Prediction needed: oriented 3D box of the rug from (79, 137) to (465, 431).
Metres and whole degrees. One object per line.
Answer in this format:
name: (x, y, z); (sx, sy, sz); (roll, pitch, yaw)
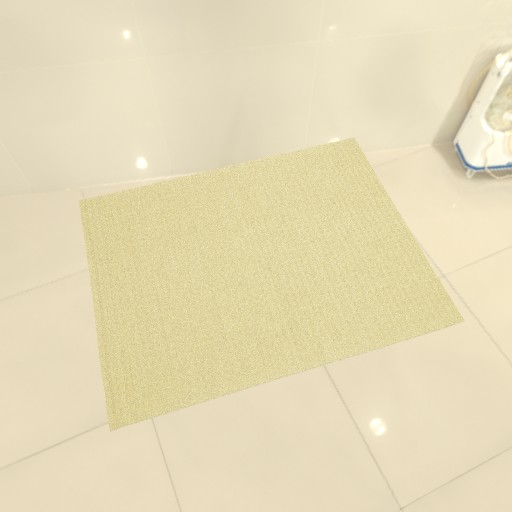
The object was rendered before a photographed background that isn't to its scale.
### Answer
rug: (0.000, 0.000, 4.376); (3.204, 0.016, 2.452); (-15, 60, -9)
